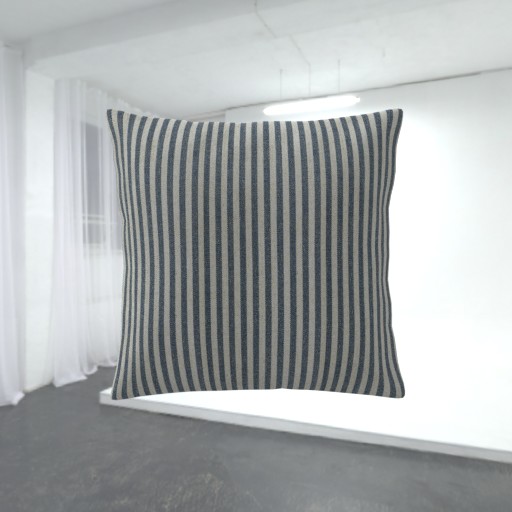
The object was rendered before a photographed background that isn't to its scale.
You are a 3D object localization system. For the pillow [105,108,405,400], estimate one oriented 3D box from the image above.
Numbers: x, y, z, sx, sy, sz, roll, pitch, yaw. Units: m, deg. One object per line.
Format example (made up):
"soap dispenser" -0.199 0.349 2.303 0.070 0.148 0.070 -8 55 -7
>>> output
"pillow" 0.000 0.000 0.776 0.523 0.510 0.166 0 1 1
